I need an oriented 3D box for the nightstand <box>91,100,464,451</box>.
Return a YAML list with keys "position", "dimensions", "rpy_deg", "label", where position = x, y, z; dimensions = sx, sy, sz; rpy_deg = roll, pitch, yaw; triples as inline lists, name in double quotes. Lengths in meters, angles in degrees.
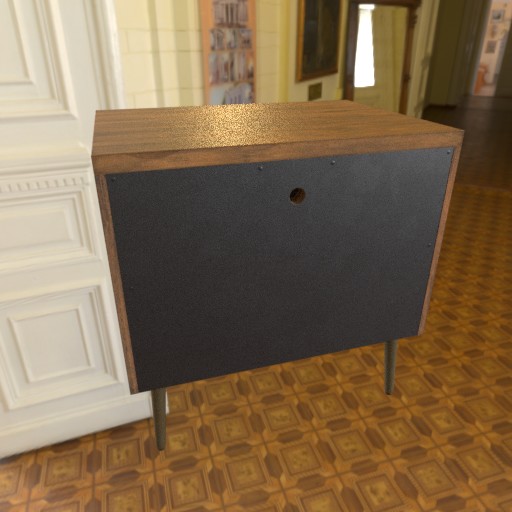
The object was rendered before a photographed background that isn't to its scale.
- position: [0.000, 0.000, 1.013]
  dimensions: [0.610, 0.610, 0.458]
  rpy_deg: [-8, 27, -15]
  label: "nightstand"
